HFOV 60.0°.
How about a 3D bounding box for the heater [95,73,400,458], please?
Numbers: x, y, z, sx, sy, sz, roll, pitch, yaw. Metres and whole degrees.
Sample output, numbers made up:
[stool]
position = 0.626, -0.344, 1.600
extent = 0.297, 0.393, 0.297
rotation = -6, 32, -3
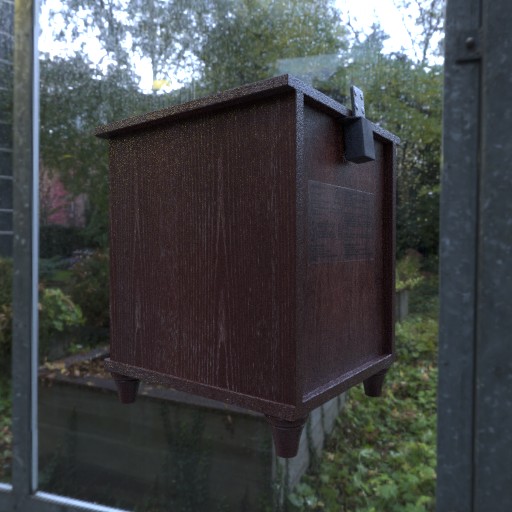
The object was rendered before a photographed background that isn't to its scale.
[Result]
[heater]
position = 0.000, 0.000, 0.742
extent = 0.400, 0.481, 0.362
rotation = 1, 1, 37
